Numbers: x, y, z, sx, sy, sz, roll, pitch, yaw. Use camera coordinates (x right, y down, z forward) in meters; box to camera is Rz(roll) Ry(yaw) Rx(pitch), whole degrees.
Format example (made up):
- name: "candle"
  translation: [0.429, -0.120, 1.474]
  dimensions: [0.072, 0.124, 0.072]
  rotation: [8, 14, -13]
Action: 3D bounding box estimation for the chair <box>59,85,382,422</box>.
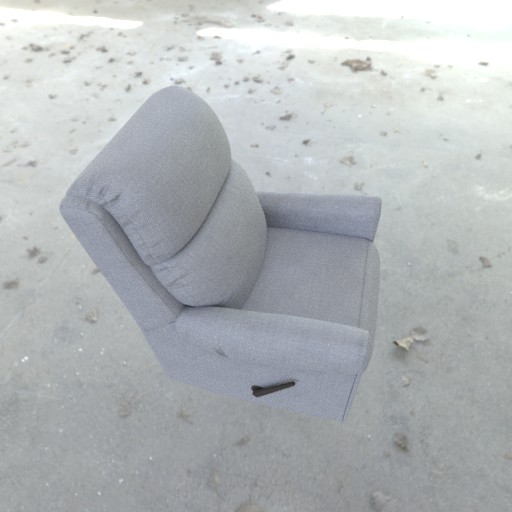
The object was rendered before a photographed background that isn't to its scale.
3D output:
- name: "chair"
  translation: [0.000, 0.000, 1.755]
  dimensions: [1.014, 1.054, 0.838]
  rotation: [10, 47, 10]
